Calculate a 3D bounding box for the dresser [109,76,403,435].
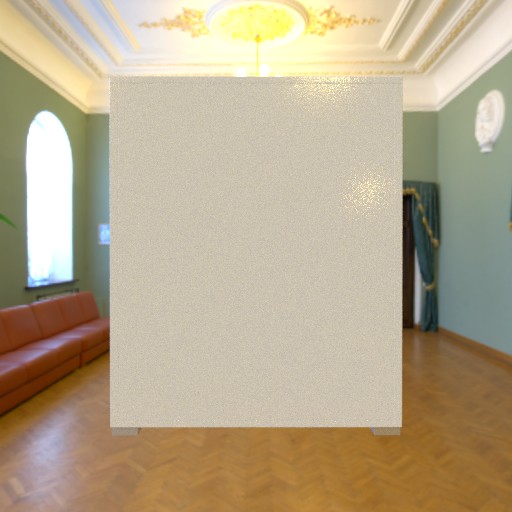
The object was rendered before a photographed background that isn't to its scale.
[{"bbox_3d":[0.000,0.000,1.184,0.650,0.800,0.400,0,0,0],"label":"dresser"}]
